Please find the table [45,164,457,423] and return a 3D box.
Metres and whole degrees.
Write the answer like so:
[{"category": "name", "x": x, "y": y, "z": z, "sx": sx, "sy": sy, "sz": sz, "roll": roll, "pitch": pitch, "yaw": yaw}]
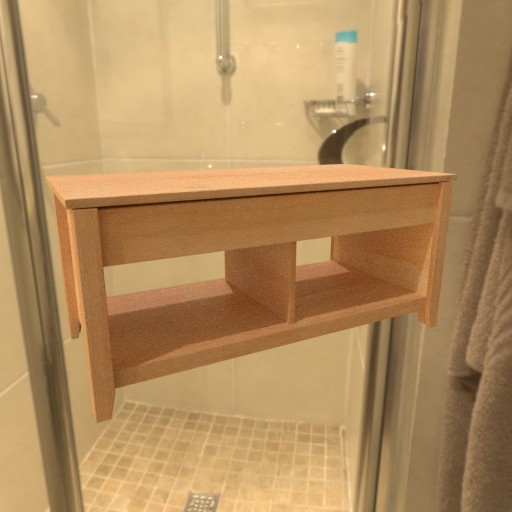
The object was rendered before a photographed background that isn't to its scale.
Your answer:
[{"category": "table", "x": 0.000, "y": 0.000, "z": 1.270, "sx": 1.016, "sy": 0.457, "sz": 0.483, "roll": -8, "pitch": 18, "yaw": -27}]
